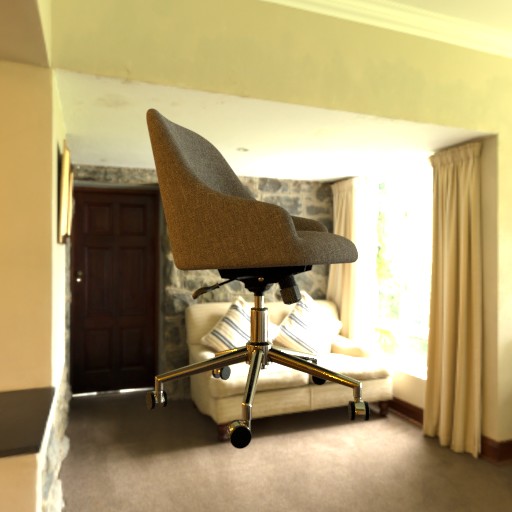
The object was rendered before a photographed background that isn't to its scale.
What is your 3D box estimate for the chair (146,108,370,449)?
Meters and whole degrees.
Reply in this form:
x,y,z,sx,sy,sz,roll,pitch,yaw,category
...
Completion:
x,y,z,sx,sy,sz,roll,pitch,yaw,category
0.000,0.000,1.417,0.712,0.950,0.671,0,0,20,chair
